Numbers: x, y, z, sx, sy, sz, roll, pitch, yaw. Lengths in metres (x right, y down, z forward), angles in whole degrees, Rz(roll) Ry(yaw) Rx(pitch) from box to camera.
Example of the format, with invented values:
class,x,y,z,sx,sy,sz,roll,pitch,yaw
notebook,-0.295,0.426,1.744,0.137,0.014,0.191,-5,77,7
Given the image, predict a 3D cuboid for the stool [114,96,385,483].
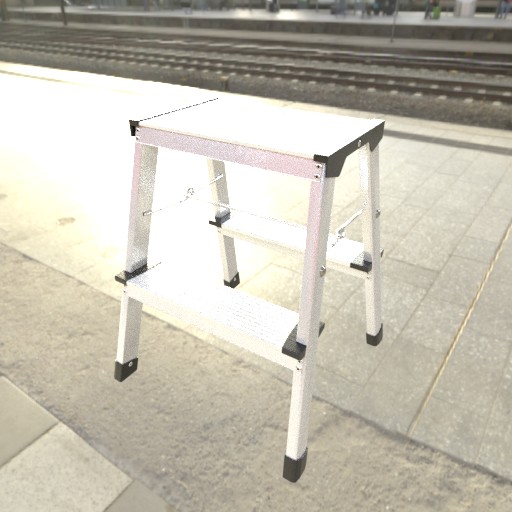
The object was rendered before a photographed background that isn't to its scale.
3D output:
class,x,y,z,sx,sy,sz,roll,pitch,yaw
stool,0.000,0.000,0.791,0.404,0.480,0.405,18,35,28
